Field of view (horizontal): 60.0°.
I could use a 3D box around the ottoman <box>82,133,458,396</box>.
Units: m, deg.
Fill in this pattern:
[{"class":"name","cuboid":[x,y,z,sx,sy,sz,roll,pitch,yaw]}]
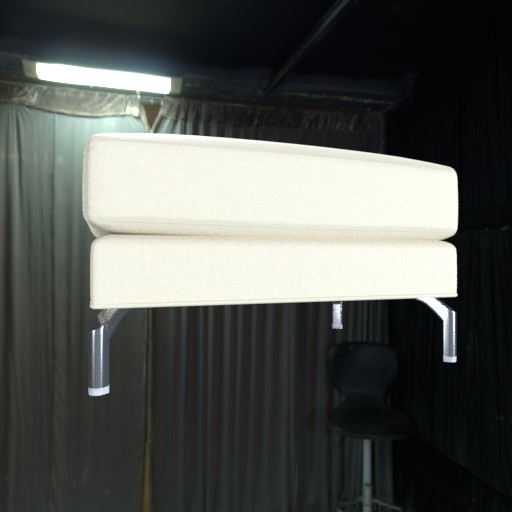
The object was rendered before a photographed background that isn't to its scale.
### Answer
[{"class":"ottoman","cuboid":[0.000,0.000,1.172,0.835,0.497,0.581,0,0,-19]}]
